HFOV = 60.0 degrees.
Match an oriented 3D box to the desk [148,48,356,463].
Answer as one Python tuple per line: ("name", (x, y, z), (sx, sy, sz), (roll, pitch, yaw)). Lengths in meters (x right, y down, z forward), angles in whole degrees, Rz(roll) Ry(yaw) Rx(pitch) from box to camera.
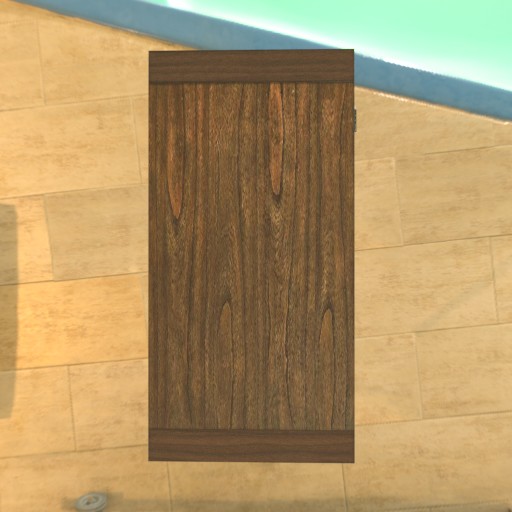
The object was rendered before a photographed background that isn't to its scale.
("desk", (0.000, 0.000, 1.999), (0.784, 0.725, 1.543), (0, 90, 1))
